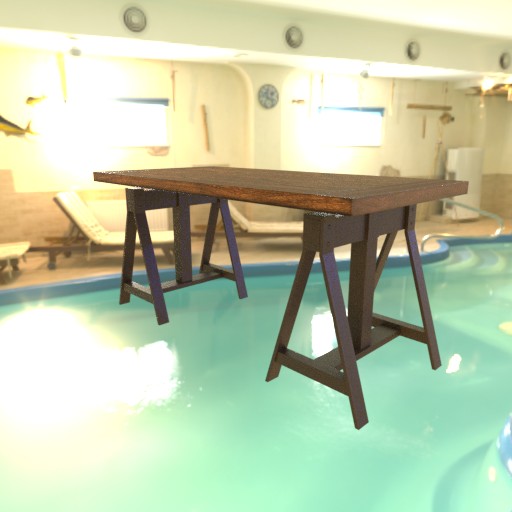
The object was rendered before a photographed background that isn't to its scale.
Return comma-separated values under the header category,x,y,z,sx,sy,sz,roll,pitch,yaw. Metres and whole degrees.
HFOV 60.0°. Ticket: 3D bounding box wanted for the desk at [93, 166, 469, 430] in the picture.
category,x,y,z,sx,sy,sz,roll,pitch,yaw
desk,0.000,0.000,2.028,0.784,0.725,1.543,-14,20,-42
